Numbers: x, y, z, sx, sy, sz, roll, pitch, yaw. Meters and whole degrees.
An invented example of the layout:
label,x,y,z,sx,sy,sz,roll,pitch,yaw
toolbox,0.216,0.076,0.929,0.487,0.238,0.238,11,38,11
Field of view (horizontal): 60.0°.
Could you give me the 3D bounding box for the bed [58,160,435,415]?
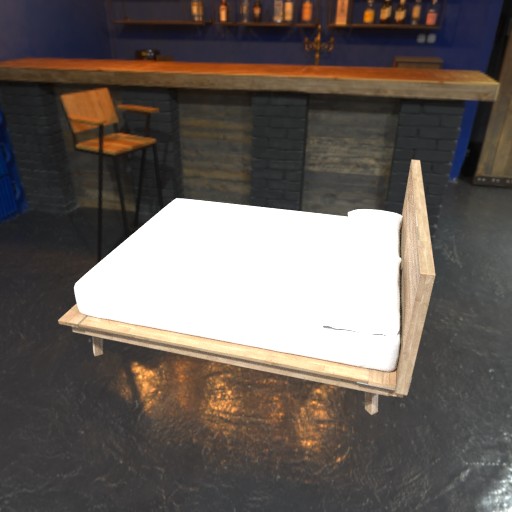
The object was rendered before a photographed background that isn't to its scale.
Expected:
label,x,y,z,sx,sy,sz,roll,pitch,yaw
bed,0.000,0.000,3.192,2.145,1.071,1.759,8,30,14
